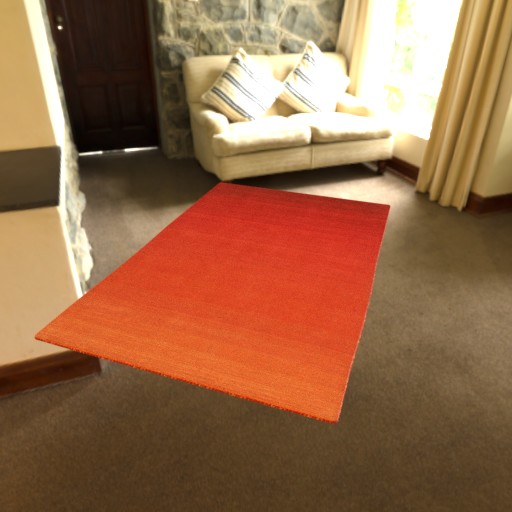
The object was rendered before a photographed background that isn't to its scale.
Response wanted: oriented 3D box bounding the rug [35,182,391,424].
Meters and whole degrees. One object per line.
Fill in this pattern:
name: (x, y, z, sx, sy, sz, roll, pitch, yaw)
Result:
rug: (0.000, 0.000, 2.330, 1.230, 0.018, 1.835, 10, 32, 17)
